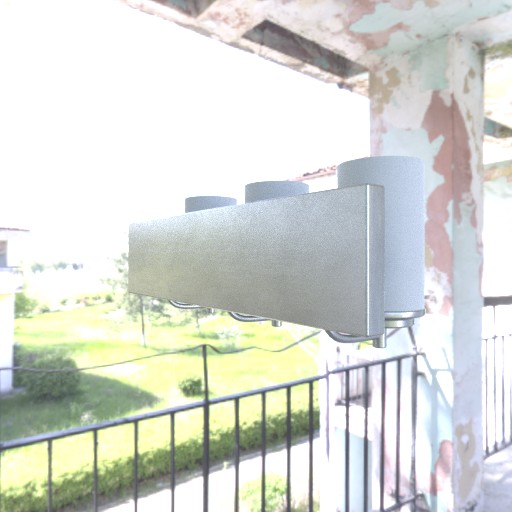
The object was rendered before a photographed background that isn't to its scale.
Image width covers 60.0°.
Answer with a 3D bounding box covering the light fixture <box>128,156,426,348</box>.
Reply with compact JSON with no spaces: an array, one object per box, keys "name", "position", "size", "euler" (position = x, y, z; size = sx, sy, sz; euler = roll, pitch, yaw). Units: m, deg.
[{"name":"light fixture","position":[0.000,0.000,0.524],"size":[0.145,0.172,0.451],"euler":[0,0,-36]}]
